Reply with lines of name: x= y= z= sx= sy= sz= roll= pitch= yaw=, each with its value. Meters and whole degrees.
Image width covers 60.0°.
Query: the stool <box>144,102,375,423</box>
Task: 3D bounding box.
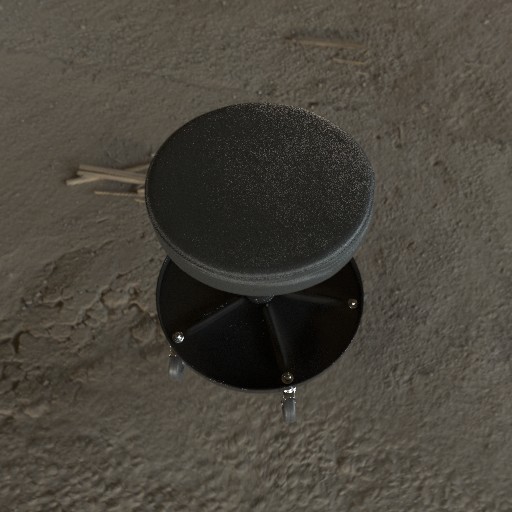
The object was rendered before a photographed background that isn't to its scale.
stool: x=0.000 y=0.000 z=0.674 sx=0.382 sy=0.365 sz=0.381 roll=14 pitch=59 yaw=8
